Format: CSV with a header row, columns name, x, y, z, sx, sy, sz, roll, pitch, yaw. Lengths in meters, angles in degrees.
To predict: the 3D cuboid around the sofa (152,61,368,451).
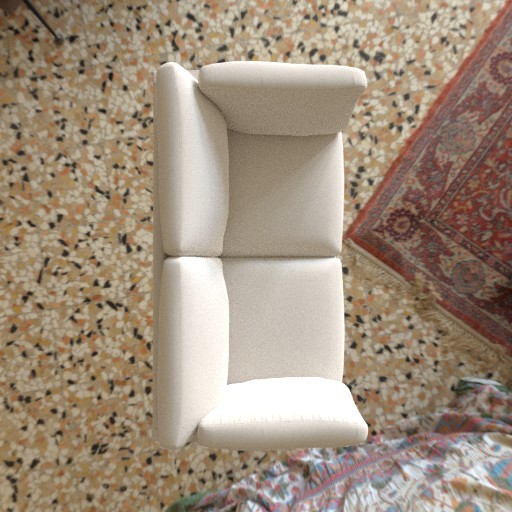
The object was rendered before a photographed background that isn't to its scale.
name,x,y,z,sx,sy,sz,roll,pitch,yaw
sofa,0.000,0.000,2.262,0.970,0.836,1.776,0,89,0
